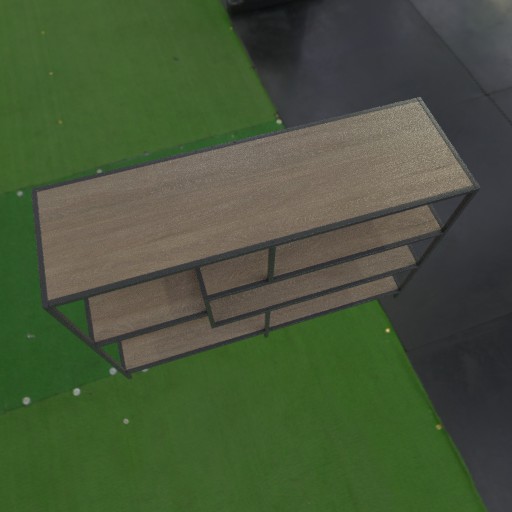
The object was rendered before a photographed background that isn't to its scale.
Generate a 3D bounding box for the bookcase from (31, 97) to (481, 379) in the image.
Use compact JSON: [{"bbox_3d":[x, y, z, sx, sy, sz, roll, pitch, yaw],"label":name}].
[{"bbox_3d":[0.000,0.000,1.519,1.140,0.780,0.350,-15,64,-8],"label":"bookcase"}]
